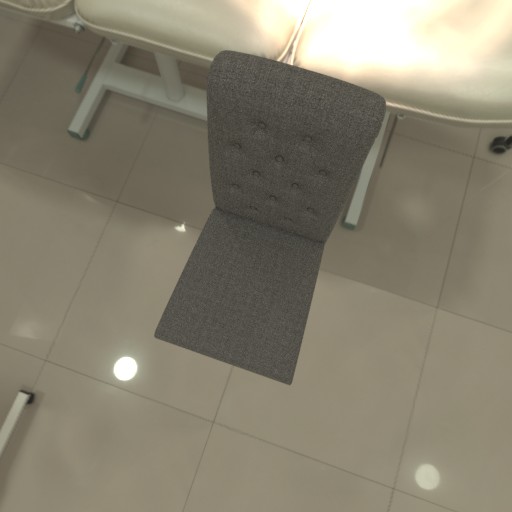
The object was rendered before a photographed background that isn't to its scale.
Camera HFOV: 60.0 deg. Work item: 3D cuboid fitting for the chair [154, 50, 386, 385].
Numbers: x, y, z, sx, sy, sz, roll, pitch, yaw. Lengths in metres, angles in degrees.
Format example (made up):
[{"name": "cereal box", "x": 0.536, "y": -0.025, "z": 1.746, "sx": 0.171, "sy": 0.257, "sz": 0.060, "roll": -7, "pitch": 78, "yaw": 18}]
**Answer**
[{"name": "chair", "x": 0.000, "y": 0.000, "z": 1.381, "sx": 0.456, "sy": 1.006, "sz": 0.671, "roll": 18, "pitch": 76, "yaw": 5}]
